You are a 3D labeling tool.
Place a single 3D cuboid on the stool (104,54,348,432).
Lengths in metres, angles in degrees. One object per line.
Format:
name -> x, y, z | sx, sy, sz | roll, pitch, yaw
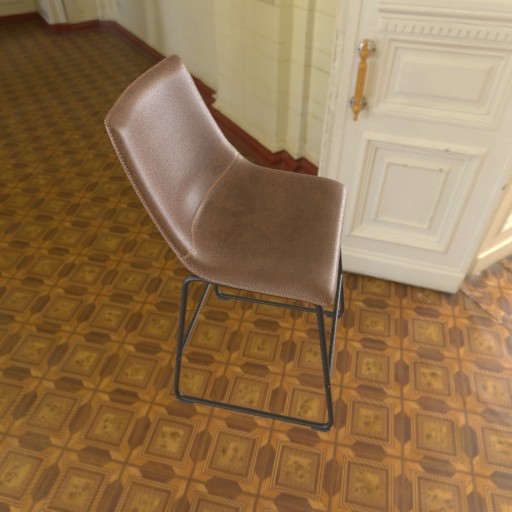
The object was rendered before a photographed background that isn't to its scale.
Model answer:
stool -> 0.000, 0.000, 1.193 | 0.550, 0.890, 0.460 | 9, 44, 9
